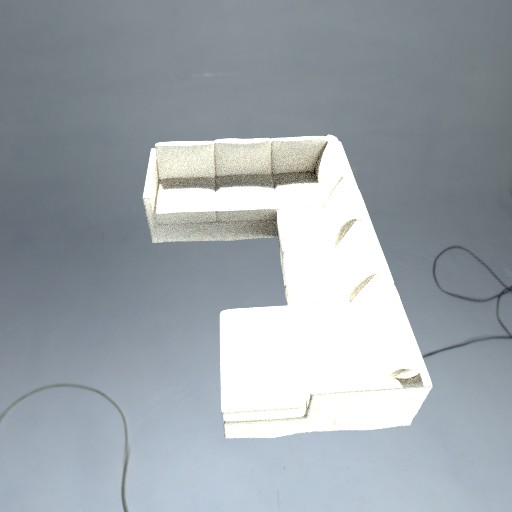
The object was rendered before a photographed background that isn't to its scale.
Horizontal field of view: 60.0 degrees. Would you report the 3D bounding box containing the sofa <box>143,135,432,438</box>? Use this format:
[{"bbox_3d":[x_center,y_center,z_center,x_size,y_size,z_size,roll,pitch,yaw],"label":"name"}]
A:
[{"bbox_3d":[0.000,0.000,4.614,2.427,0.882,3.460,-3,46,-3],"label":"sofa"}]
